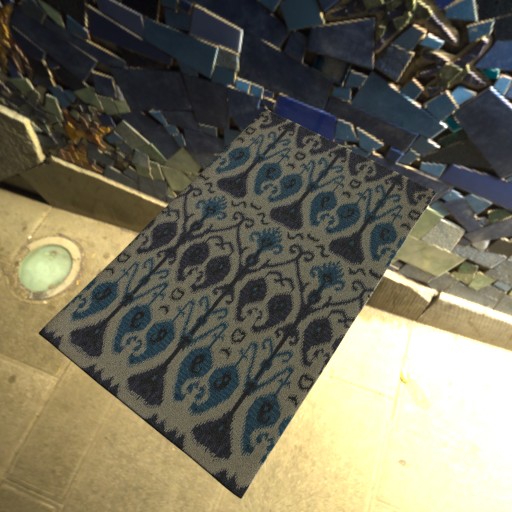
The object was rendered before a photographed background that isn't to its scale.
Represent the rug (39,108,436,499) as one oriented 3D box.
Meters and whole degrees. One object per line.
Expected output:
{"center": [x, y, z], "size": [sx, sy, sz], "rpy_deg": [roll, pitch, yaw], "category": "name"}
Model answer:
{"center": [0.000, 0.000, 2.075], "size": [1.072, 0.013, 1.698], "rpy_deg": [31, 64, 17], "category": "rug"}
